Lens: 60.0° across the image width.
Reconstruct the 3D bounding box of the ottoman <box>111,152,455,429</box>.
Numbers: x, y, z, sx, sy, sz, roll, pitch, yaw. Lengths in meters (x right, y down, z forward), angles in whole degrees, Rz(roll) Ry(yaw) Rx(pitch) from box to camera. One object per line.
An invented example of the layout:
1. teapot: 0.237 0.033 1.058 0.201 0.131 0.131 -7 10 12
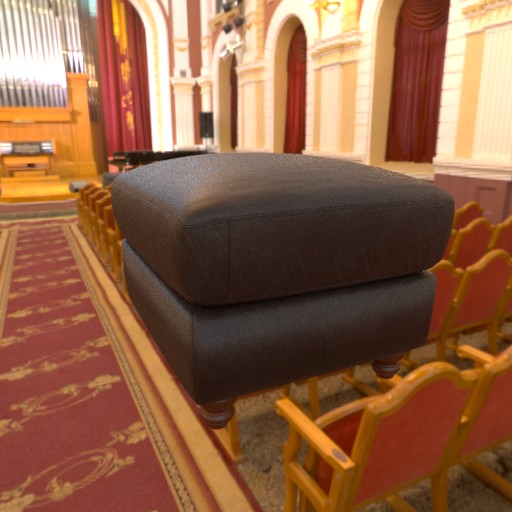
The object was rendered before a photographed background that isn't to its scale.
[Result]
1. ottoman: 0.000 0.000 1.261 0.670 0.569 0.806 -7 16 -25
